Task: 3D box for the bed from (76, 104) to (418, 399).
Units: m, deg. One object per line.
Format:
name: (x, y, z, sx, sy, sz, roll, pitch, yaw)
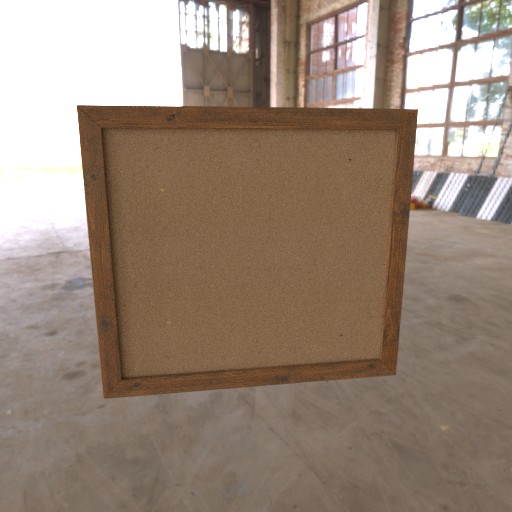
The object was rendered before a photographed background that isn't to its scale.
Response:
bed: (0.000, 0.000, 1.478, 1.046, 0.942, 0.046, -2, 14, -9)
